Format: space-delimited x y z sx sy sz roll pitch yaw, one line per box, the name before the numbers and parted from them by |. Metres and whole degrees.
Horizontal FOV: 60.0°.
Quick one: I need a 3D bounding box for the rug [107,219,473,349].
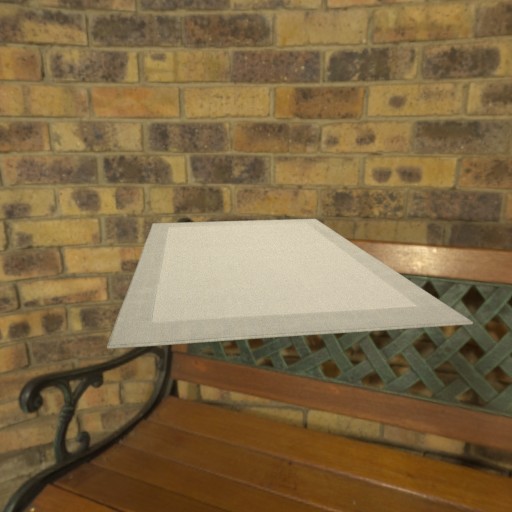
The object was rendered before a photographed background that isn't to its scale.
rug | 0.000 0.000 2.961 1.524 0.014 2.438 -2 16 -8
